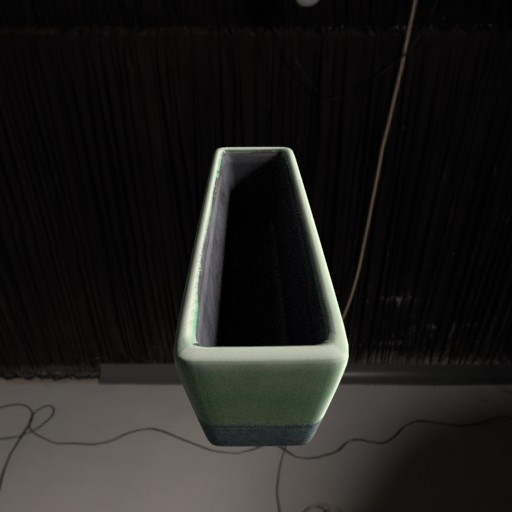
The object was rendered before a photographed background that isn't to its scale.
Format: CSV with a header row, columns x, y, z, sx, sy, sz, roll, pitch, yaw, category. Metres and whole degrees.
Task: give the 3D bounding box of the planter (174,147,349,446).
x,y,z,sx,sy,sz,roll,pitch,yaw,category
0.000,0.000,0.306,0.072,0.072,0.275,0,30,-1,planter
